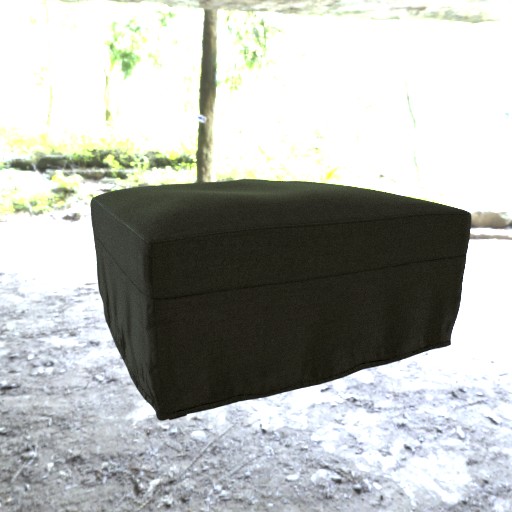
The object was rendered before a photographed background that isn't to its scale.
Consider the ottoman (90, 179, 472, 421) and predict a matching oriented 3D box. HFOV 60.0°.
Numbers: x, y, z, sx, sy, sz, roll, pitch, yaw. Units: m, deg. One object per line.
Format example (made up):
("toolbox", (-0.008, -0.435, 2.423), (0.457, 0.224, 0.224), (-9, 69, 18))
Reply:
("ottoman", (0.000, 0.000, 1.326), (0.843, 0.436, 0.840), (-7, 15, -26))
